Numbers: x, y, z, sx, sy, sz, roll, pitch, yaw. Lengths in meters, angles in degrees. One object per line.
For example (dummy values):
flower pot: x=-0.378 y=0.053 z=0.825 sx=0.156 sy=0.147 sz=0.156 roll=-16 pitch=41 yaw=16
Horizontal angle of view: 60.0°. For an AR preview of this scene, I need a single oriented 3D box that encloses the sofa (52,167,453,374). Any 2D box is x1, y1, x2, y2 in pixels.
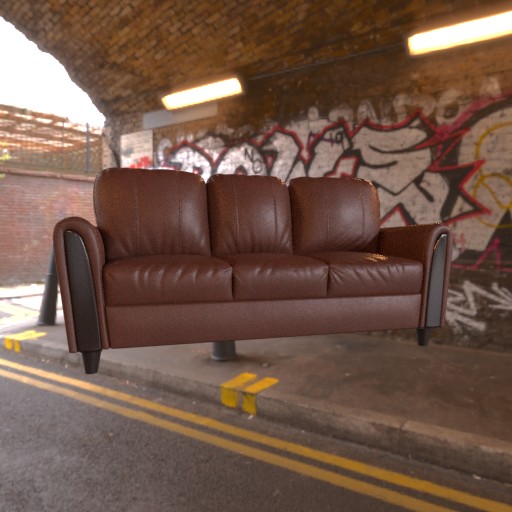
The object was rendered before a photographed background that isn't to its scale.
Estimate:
sofa: x=0.000 y=0.000 z=2.323 sx=1.862 sy=0.915 sz=0.802 roll=-1 pitch=2 yaw=-18
